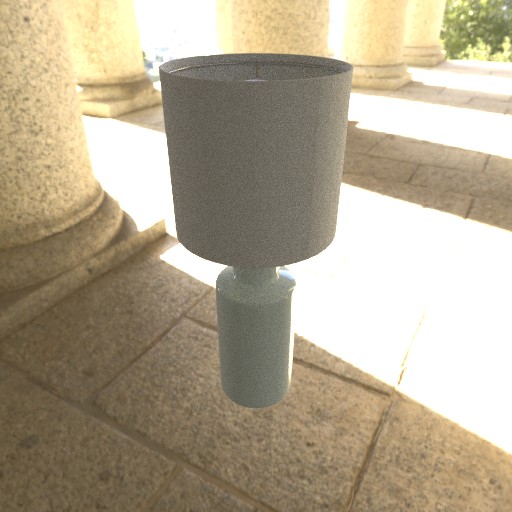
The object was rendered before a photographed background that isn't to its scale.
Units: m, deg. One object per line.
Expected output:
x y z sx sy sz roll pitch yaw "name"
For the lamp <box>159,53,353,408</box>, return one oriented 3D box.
0.000 0.000 0.616 0.212 0.493 0.212 0 31 1 "lamp"
